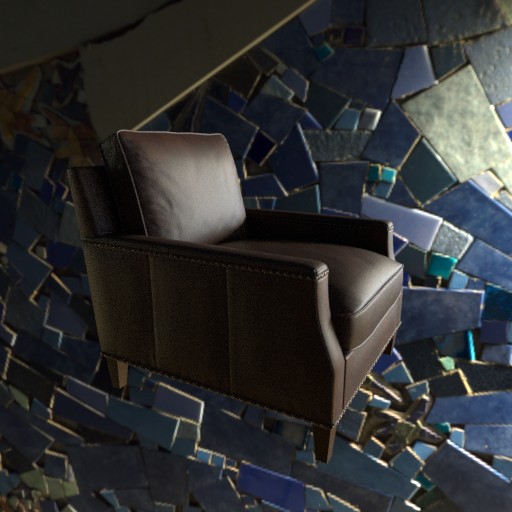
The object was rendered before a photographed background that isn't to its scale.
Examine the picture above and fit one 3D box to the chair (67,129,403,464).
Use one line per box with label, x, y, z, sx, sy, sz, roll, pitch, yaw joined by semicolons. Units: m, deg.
chair;0.000;0.000;1.698;1.014;0.929;0.853;8;16;29
